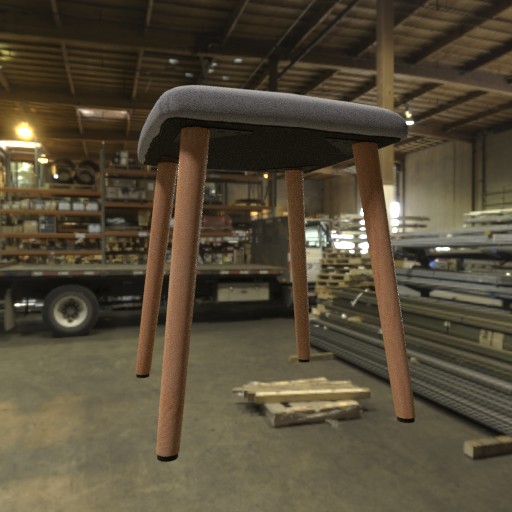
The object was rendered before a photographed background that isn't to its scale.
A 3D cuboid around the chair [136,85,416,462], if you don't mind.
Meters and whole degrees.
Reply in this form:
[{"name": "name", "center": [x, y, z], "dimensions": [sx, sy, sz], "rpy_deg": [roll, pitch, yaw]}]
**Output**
[{"name": "chair", "center": [0.000, 0.000, 0.696], "dimensions": [0.350, 0.440, 0.350], "rpy_deg": [-1, 2, -19]}]
